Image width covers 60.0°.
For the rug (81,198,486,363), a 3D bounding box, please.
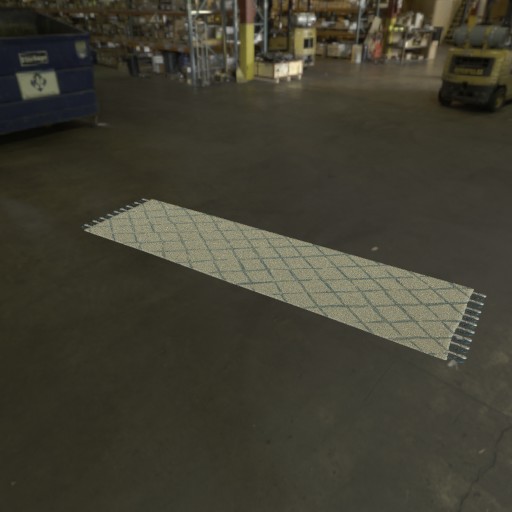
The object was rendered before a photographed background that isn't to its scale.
[{"bbox_3d":[0.000,0.000,2.563,2.372,0.008,0.620,17,34,28],"label":"rug"}]
